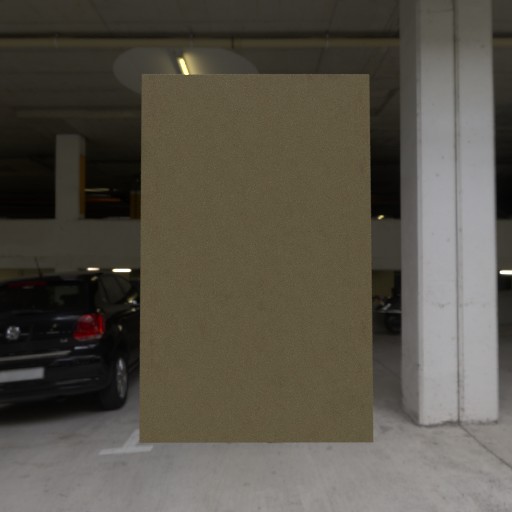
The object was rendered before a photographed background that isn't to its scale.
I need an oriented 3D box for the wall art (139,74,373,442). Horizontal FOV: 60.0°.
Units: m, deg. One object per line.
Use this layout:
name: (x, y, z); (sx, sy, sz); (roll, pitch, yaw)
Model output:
wall art: (0.000, 0.000, 0.990); (0.510, 0.810, 0.039); (0, -1, 0)
